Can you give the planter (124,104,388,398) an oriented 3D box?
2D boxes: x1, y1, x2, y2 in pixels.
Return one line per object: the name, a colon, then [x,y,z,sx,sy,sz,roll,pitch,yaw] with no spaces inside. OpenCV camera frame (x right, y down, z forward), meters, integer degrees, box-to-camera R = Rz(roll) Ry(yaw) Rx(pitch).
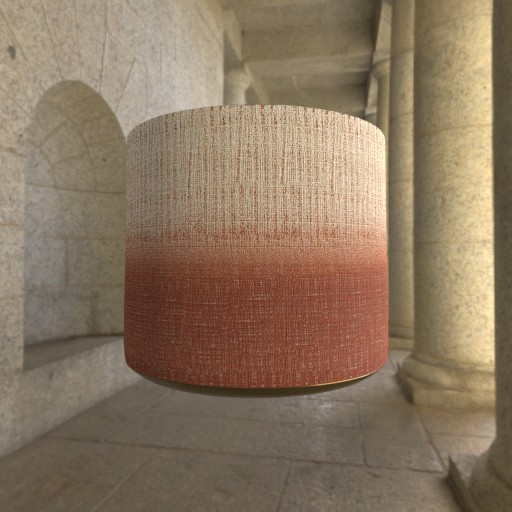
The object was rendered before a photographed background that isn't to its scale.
planter: [0.000,0.000,0.444,0.254,0.221,0.254,0,0,0]
